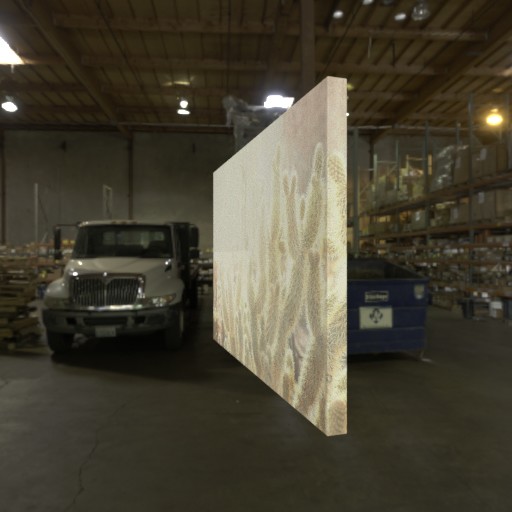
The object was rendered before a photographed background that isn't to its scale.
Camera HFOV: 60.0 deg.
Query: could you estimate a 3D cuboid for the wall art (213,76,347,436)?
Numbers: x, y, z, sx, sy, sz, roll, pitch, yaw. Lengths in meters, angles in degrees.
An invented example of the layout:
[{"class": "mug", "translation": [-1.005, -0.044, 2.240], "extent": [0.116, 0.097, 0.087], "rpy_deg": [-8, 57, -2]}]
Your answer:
[{"class": "wall art", "translation": [0.000, 0.000, 1.189], "extent": [0.040, 0.608, 0.916], "rpy_deg": [0, 0, -18]}]
